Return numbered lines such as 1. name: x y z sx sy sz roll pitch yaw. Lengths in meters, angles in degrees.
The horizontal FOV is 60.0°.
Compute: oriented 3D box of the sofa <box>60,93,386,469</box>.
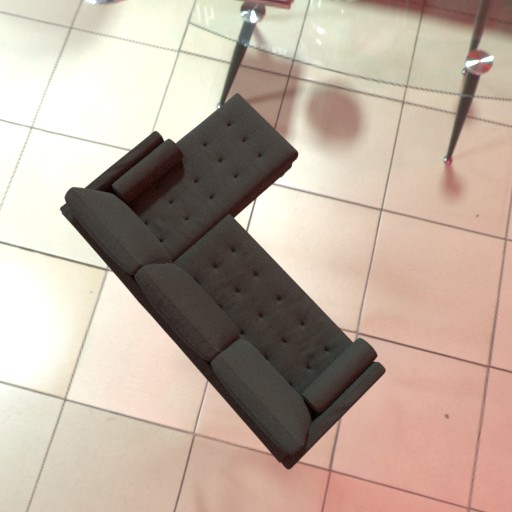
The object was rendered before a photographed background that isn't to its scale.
1. sofa: 0.000 0.000 2.989 1.506 0.876 2.178 -42 81 -9
